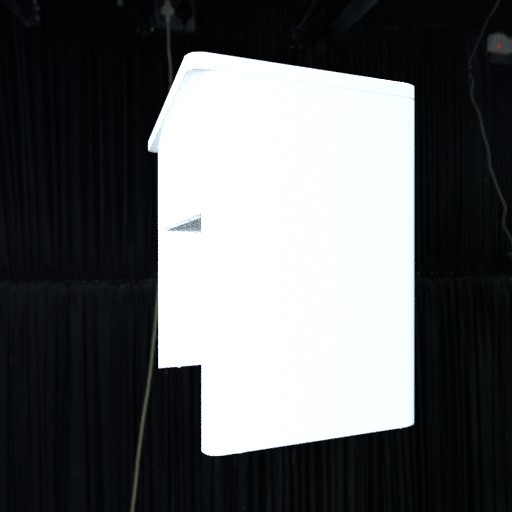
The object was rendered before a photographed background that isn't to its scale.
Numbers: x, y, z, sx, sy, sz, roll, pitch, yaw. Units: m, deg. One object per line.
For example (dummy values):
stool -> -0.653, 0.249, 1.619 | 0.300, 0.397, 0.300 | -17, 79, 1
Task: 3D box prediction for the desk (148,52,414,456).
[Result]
desk -> 0.000, 0.000, 1.306 | 0.549, 0.800, 0.762 | 0, 0, -19
